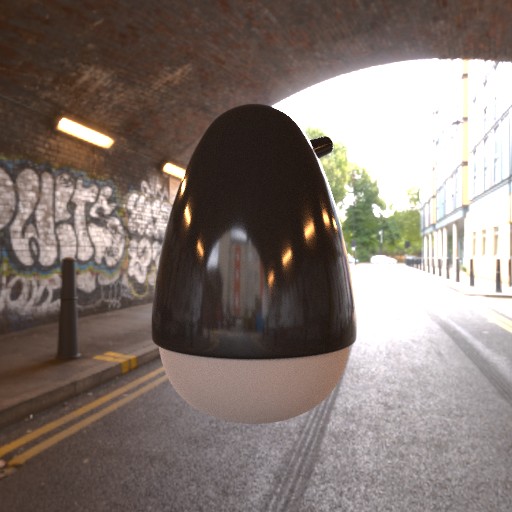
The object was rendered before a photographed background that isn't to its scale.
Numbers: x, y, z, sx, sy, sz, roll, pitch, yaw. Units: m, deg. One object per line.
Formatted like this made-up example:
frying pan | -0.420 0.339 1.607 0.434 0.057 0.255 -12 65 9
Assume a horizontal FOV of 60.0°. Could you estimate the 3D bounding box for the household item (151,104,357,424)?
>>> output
household item | 0.000 0.000 0.226 0.104 0.152 0.102 0 0 -35
